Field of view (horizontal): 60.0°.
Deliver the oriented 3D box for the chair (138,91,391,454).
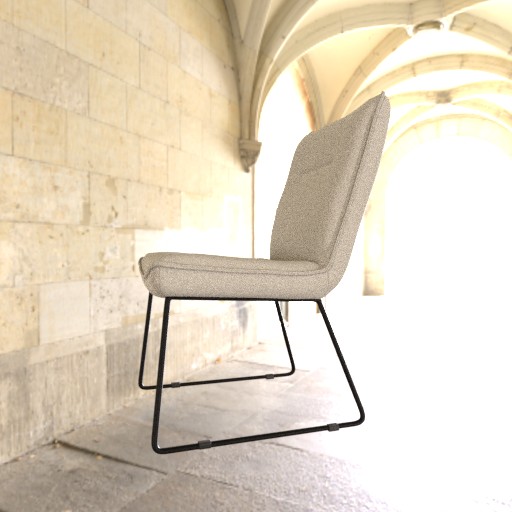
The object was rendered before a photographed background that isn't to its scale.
[{"bbox_3d":[0.000,0.000,1.376,0.688,0.930,0.515,0,1,-18],"label":"chair"}]
